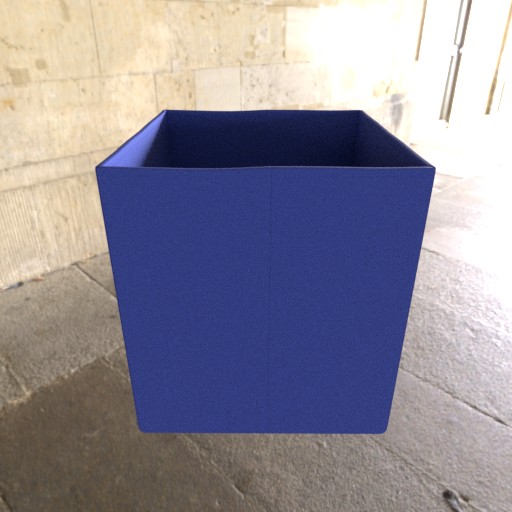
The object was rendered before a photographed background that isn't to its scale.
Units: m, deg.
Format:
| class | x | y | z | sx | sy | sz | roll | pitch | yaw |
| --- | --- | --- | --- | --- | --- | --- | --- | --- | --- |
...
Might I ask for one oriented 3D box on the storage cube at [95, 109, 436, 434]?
| class | x | y | z | sx | sy | sz | roll | pitch | yaw |
| --- | --- | --- | --- | --- | --- | --- | --- | --- | --- |
| storage cube | 0.000 | 0.000 | 0.505 | 0.270 | 0.280 | 0.270 | 0 | 27 | 0 |
